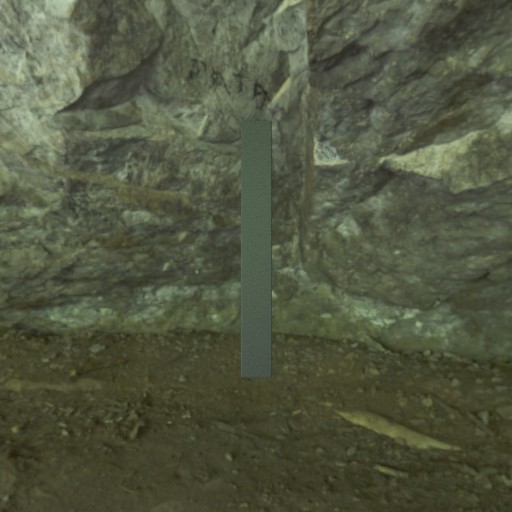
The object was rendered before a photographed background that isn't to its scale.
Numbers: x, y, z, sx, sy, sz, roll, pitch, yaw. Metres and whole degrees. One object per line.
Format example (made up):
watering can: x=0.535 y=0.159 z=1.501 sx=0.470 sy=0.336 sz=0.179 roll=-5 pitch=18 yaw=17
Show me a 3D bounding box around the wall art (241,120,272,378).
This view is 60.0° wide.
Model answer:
wall art: x=0.000 y=0.000 z=0.953 sx=0.037 sy=0.303 sz=0.860 roll=0 pitch=-1 yaw=0
